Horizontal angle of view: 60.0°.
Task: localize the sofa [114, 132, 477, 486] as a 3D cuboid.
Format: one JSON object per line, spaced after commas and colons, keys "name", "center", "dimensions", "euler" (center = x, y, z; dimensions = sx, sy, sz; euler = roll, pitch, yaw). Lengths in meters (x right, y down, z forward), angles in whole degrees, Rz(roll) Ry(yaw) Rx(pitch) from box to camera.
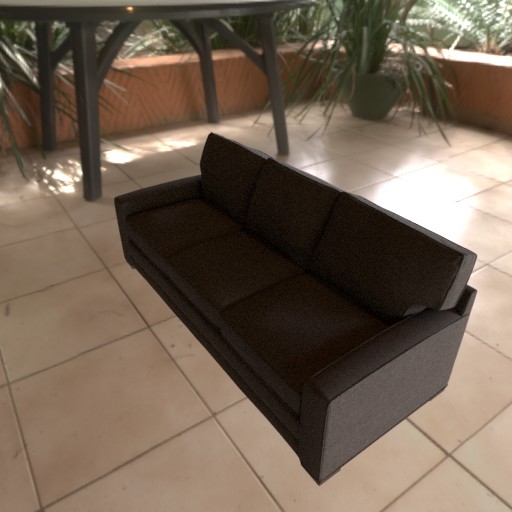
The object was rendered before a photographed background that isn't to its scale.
{"name": "sofa", "center": [0.000, 0.000, 2.841], "dimensions": [1.004, 0.978, 2.369], "euler": [-21, 38, -29]}
